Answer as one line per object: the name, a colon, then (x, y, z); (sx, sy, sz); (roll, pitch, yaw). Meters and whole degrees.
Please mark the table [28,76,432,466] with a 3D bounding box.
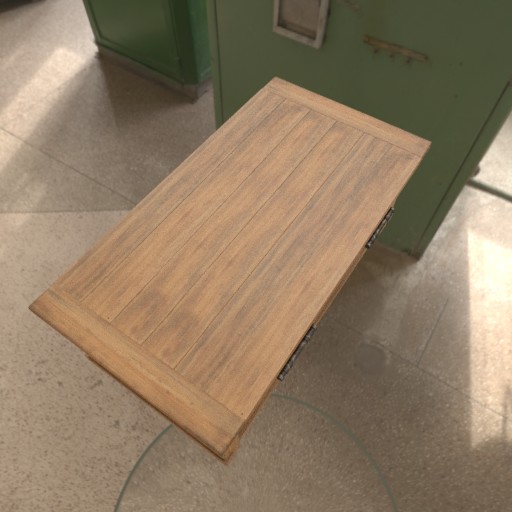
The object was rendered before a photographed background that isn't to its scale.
table: (0.000, 0.000, 1.627); (0.693, 0.494, 1.270); (30, 62, 18)
